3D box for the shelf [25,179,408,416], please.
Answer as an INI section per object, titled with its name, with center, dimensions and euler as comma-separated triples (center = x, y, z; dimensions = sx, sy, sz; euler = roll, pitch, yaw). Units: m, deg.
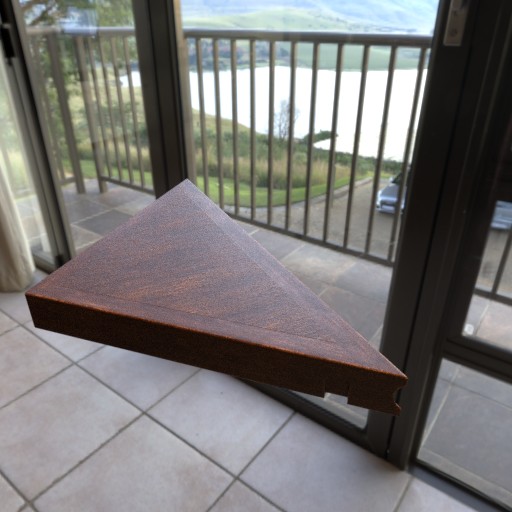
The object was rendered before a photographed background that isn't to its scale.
[shelf]
center = 0.000, 0.000, 0.445
dimensions = 0.296, 0.035, 0.296
euler = 9, 30, 16
